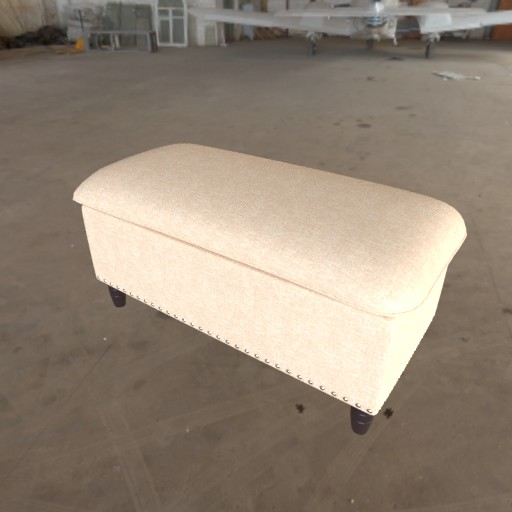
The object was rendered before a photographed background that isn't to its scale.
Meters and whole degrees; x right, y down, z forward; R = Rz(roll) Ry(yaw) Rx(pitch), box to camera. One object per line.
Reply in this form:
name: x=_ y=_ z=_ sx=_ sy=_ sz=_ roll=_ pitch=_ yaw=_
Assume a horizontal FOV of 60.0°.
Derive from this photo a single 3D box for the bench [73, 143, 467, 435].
bench: x=0.000 y=0.000 z=1.252 sx=0.991 sy=0.483 sz=0.483 roll=20 pitch=36 yaw=30
